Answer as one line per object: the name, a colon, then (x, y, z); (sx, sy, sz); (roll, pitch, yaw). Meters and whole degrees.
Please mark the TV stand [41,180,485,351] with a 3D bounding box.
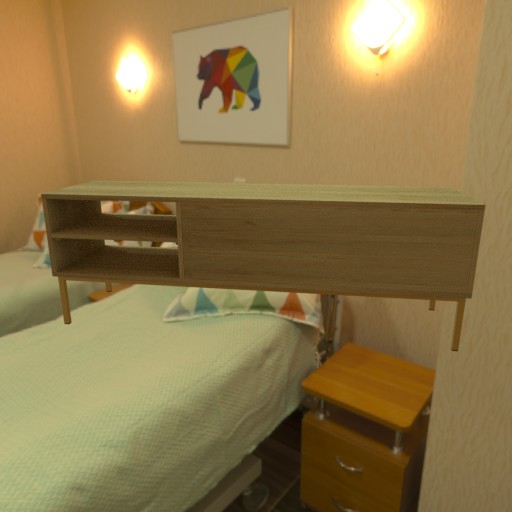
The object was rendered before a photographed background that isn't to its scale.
TV stand: (0.000, 0.000, 1.859); (1.600, 0.550, 0.420); (2, 17, 8)
